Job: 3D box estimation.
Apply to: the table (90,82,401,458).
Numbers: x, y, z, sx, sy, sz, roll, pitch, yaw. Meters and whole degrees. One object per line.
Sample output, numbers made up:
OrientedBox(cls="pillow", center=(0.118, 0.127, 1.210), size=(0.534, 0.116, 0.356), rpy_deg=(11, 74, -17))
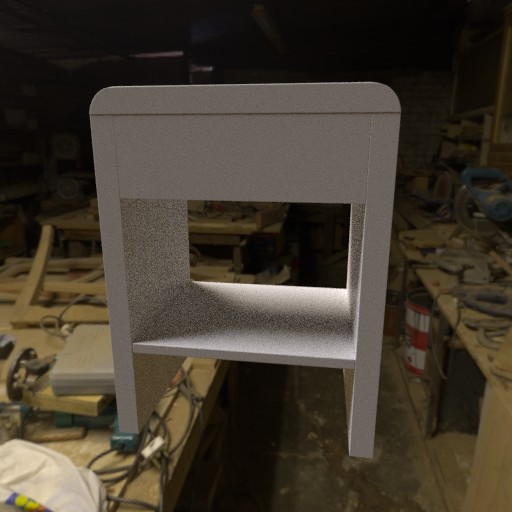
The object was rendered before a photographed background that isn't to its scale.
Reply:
OrientedBox(cls="table", center=(0.000, 0.000, 0.863), size=(0.450, 0.590, 0.350), rpy_deg=(2, 15, 8))
